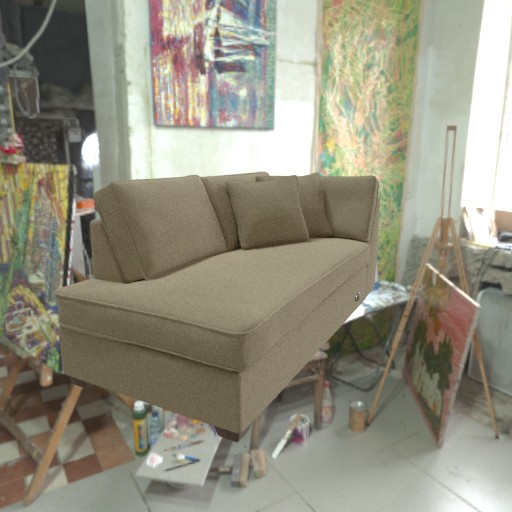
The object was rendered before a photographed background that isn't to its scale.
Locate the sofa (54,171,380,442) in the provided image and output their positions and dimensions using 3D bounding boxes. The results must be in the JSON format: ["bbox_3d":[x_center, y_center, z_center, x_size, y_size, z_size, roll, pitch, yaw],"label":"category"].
[{"bbox_3d":[0.000,0.000,2.855,1.110,1.033,2.237,7,16,28],"label":"sofa"}]
